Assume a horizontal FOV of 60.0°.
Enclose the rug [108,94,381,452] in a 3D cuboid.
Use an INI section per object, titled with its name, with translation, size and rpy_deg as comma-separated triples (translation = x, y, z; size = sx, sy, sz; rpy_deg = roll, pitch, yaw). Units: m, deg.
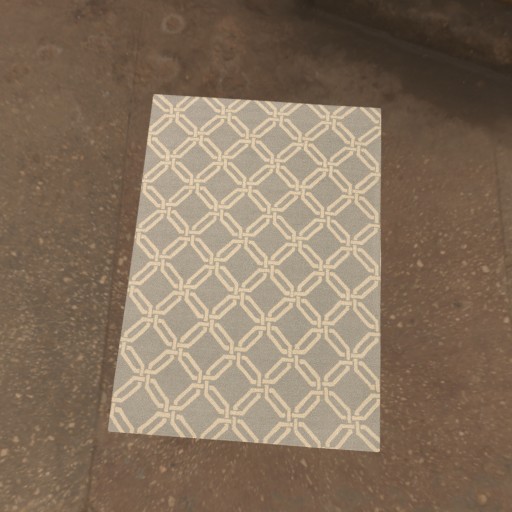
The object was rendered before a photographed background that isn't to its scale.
[rug]
translation = 0.000, 0.000, 2.710
size = 1.522, 0.013, 2.133
rpy_deg = 4, 77, 1
